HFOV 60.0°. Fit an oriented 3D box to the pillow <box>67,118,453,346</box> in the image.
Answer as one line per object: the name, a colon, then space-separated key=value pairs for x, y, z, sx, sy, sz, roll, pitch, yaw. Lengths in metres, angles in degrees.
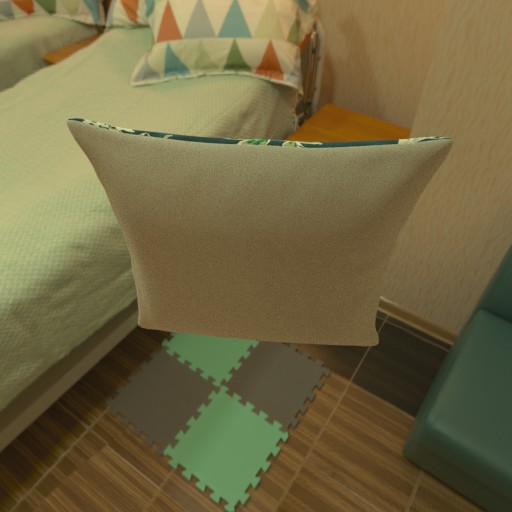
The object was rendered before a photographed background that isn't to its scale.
pillow: x=0.000 y=0.000 z=0.782 sx=0.525 sy=0.508 sz=0.166 roll=4 pitch=47 yaw=4
